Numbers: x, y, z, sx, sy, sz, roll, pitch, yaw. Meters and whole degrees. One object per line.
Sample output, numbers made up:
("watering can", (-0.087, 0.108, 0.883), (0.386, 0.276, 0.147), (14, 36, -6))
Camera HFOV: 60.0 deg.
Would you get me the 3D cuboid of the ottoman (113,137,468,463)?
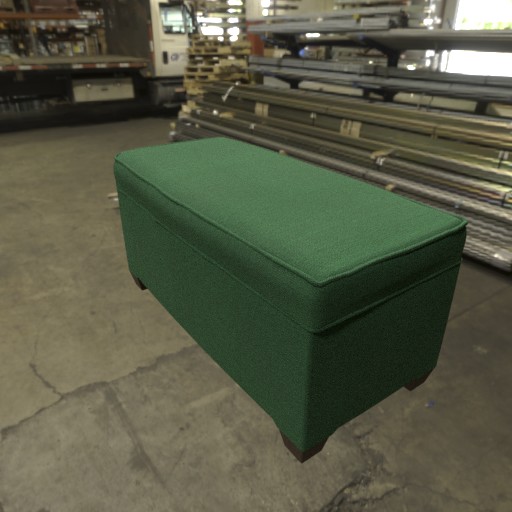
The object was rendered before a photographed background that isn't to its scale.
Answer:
("ottoman", (0.000, 0.000, 1.230), (0.483, 0.471, 0.957), (-18, 32, -31))
